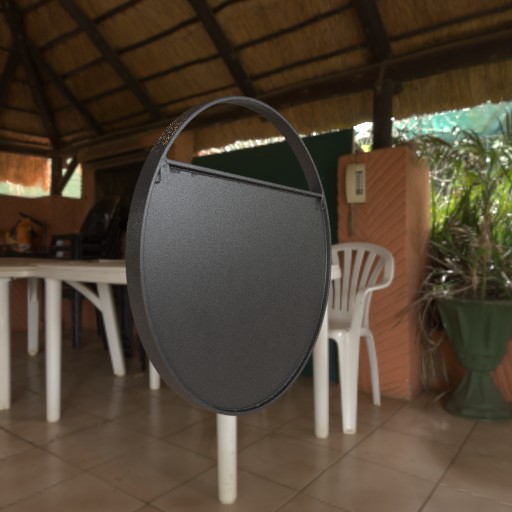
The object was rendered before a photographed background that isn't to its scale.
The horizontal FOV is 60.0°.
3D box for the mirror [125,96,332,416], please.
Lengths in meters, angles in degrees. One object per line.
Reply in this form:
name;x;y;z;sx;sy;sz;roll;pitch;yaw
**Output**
mirror;0.000;0.000;0.824;0.032;0.565;0.565;0;0;36
